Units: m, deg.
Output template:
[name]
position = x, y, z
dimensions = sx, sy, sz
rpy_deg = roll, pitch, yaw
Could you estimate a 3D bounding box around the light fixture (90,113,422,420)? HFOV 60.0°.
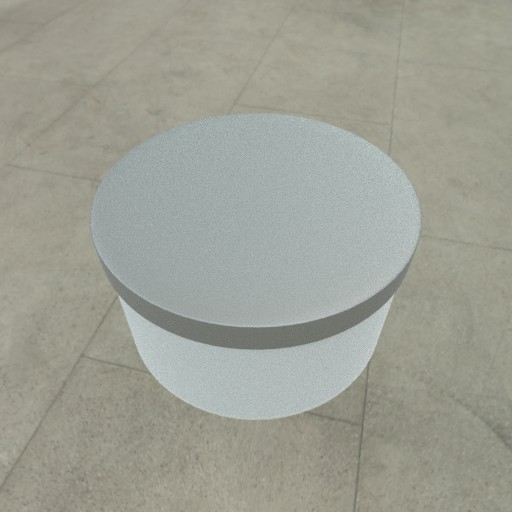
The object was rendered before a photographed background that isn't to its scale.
[light fixture]
position = 0.000, 0.000, 0.622
dimensions = 0.393, 0.229, 0.393
rpy_deg = 0, 46, 0
